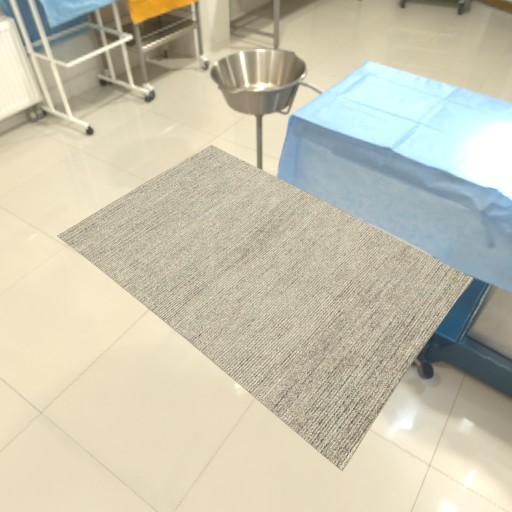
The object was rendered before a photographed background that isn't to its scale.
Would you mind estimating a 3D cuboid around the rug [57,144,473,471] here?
[{"bbox_3d":[0.000,0.000,2.246,1.804,0.022,1.162,32,54,27],"label":"rug"}]
